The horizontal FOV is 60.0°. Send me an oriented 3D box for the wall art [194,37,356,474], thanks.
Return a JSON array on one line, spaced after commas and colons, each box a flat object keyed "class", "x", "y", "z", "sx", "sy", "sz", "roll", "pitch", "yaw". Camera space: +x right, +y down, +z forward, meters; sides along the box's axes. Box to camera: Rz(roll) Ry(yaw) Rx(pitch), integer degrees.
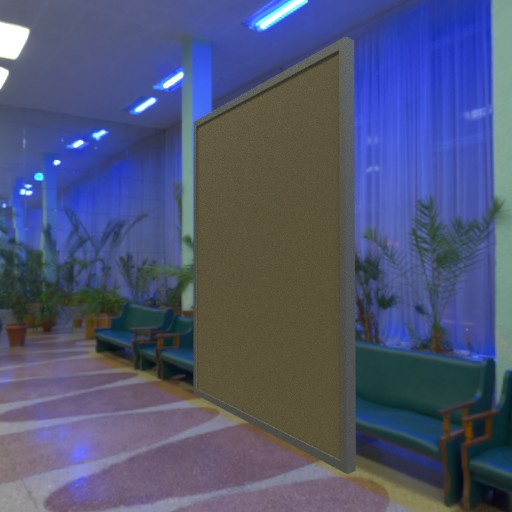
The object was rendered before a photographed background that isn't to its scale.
[{"class": "wall art", "x": 0.000, "y": 0.000, "z": 1.386, "sx": 0.034, "sy": 1.042, "sz": 0.789, "roll": 1, "pitch": -1, "yaw": -35}]
